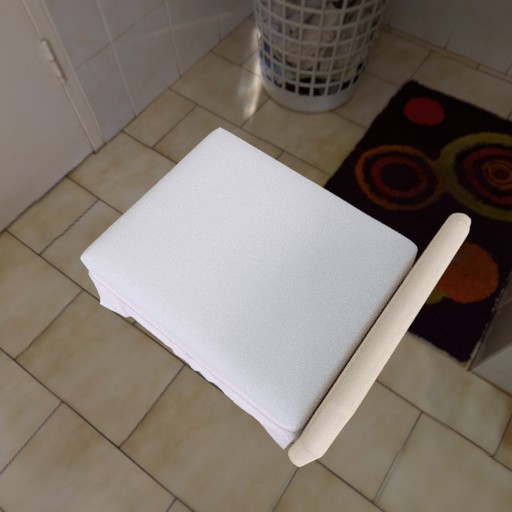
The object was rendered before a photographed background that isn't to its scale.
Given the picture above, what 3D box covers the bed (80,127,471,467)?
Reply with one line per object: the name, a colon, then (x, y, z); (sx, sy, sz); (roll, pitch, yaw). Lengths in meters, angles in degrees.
bed: (0.000, 0.000, 3.257); (2.209, 1.296, 1.827); (34, 68, 16)
